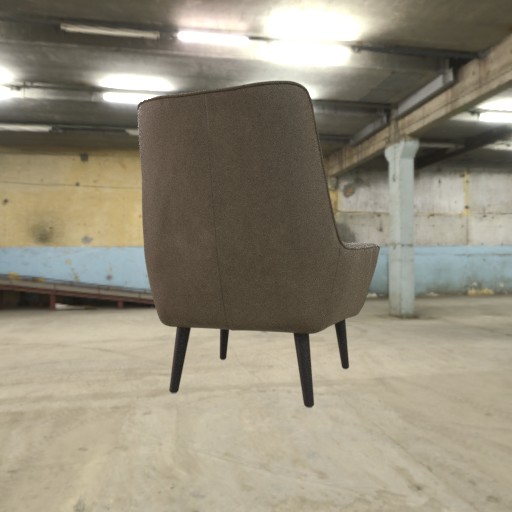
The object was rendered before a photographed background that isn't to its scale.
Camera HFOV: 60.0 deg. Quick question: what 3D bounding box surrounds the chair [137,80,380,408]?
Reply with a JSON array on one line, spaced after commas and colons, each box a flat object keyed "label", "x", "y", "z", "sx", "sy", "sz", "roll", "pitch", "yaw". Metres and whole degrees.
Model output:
[{"label": "chair", "x": 0.000, "y": 0.000, "z": 1.532, "sx": 0.787, "sy": 0.888, "sz": 0.824, "roll": 0, "pitch": -1, "yaw": 19}]
